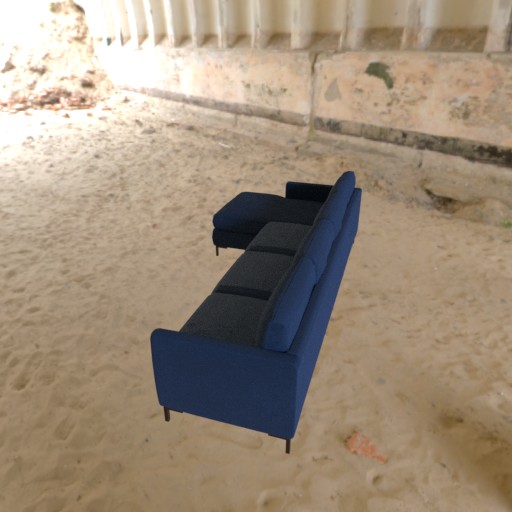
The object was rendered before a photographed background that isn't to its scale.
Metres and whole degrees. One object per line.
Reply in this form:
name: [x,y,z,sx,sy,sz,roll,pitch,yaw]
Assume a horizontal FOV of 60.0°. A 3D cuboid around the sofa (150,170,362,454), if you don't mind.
sofa: [0.000,0.000,2.975,1.128,0.679,2.450,8,27,16]
